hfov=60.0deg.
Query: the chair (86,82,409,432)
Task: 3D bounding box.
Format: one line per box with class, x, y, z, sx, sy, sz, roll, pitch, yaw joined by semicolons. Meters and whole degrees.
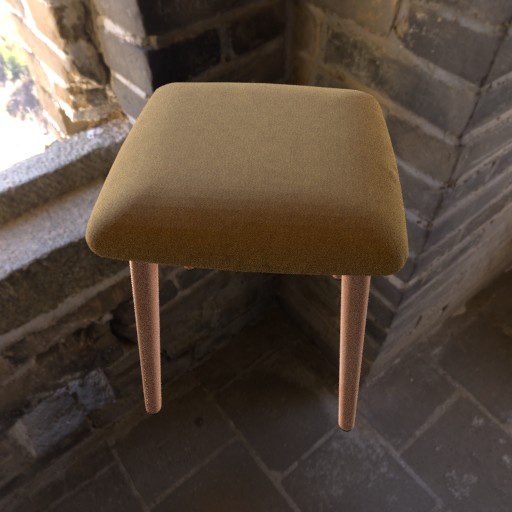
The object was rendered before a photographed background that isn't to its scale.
chair;0.000;0.000;0.686;0.350;0.440;0.350;4;47;3
